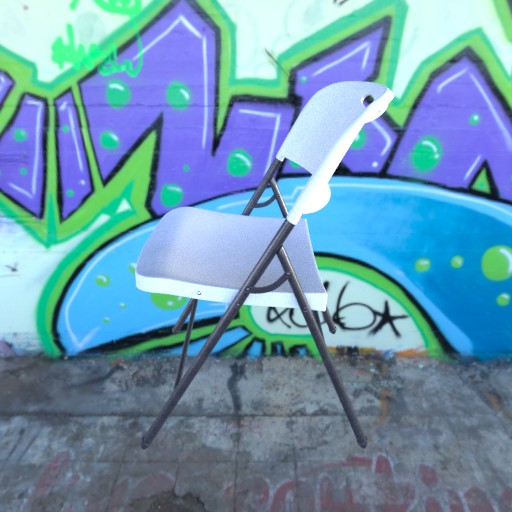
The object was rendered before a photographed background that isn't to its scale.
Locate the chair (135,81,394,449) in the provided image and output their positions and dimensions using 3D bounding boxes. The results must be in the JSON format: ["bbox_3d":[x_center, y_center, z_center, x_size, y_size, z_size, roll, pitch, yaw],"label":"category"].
[{"bbox_3d":[0.000,0.000,1.120,0.566,0.810,0.494,0,27,0],"label":"chair"}]
